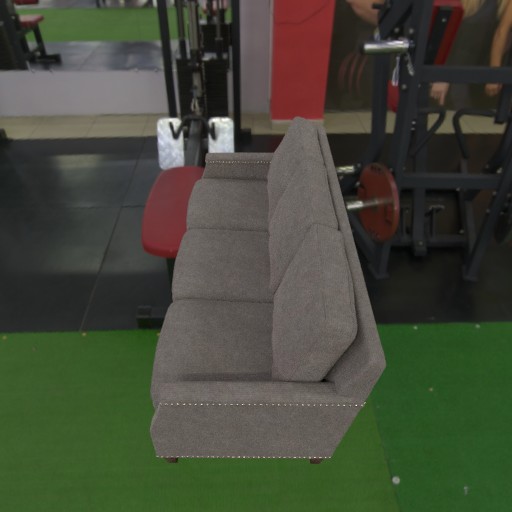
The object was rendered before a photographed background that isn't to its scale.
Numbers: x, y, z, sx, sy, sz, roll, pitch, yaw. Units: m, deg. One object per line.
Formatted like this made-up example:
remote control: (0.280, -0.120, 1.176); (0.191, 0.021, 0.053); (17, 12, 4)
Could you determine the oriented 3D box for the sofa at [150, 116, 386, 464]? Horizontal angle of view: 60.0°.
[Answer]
sofa: (0.000, 0.000, 2.794); (1.034, 1.042, 2.226); (0, 40, 0)
